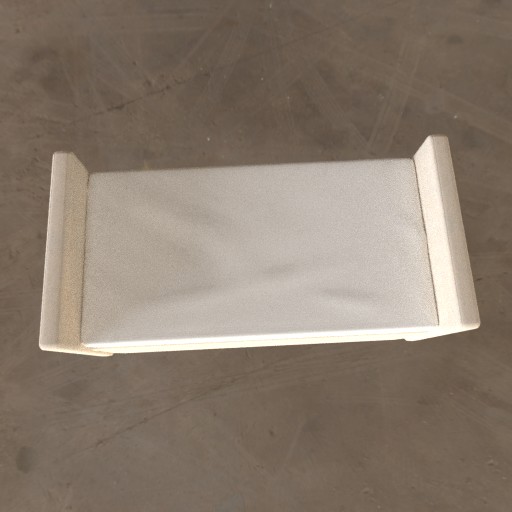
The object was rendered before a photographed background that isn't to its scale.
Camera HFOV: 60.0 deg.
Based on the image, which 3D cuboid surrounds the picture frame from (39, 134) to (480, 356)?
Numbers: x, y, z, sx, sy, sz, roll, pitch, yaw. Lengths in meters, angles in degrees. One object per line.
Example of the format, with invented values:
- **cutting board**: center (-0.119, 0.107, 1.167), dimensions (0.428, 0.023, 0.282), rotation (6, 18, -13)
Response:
- **picture frame**: center (0.000, 0.000, 2.711), dimensions (2.161, 0.891, 1.069), rotation (-3, 75, -1)
